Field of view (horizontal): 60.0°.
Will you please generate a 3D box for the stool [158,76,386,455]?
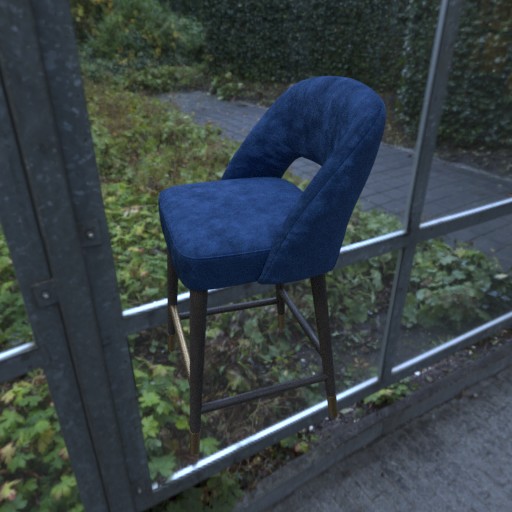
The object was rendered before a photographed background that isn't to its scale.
[{"bbox_3d":[0.000,0.000,1.255,0.524,0.925,0.536,-9,30,-15],"label":"stool"}]
